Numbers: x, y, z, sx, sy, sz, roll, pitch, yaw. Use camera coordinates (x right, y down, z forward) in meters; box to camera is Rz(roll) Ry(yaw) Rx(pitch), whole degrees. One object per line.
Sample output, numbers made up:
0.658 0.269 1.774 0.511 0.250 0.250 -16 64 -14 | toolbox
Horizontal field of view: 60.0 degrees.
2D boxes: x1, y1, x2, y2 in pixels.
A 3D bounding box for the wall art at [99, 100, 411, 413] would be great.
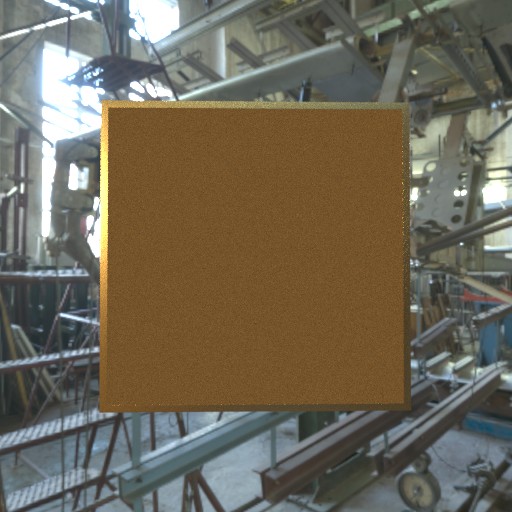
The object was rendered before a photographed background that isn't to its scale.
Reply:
0.000 0.000 0.454 0.304 0.304 0.038 0 -1 -1 | wall art
